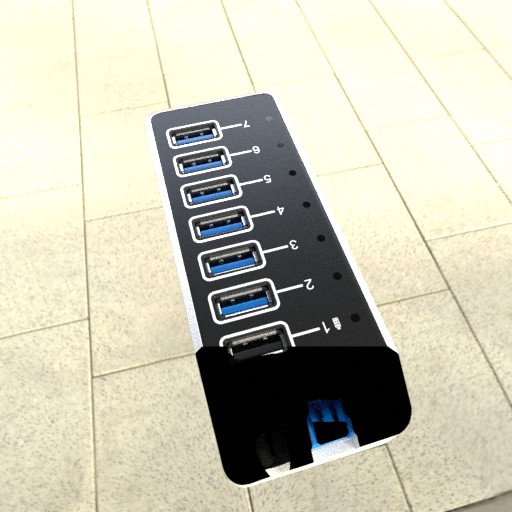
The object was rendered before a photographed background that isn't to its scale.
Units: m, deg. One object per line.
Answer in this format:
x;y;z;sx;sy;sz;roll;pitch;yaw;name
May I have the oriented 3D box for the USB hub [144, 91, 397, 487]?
0.000;0.000;0.126;0.044;0.023;0.110;-14;60;-8;USB hub
